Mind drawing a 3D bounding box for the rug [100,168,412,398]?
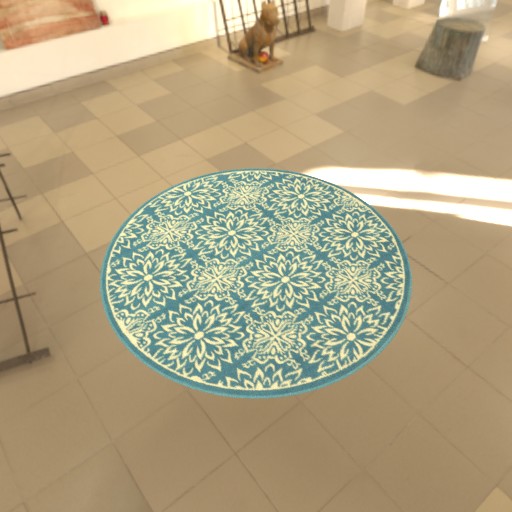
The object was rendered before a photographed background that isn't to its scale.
[{"bbox_3d":[0.000,0.000,2.331,1.593,0.012,1.593,0,46,0],"label":"rug"}]
